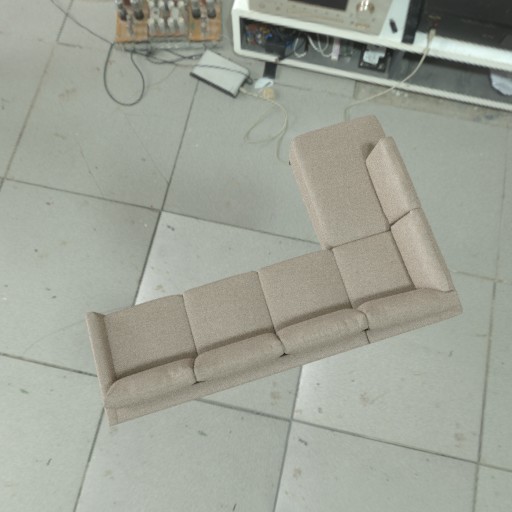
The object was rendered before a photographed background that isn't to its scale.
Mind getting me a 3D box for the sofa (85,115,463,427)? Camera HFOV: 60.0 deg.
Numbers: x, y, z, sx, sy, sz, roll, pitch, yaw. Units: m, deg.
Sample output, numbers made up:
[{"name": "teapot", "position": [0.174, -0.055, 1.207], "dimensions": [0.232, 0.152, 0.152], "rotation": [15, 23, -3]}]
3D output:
[{"name": "sofa", "position": [0.000, 0.000, 3.150], "dimensions": [2.423, 0.703, 1.617], "rotation": [-17, 77, -4]}]
